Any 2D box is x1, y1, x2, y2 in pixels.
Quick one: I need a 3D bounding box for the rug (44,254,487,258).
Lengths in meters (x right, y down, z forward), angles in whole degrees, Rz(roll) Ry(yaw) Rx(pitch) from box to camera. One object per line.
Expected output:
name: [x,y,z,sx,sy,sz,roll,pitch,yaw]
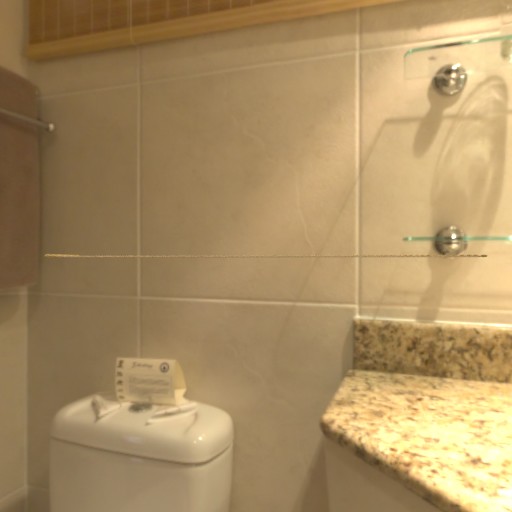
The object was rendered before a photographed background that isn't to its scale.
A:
rug: [0.000,0.000,3.003,2.435,0.018,1.540,0,0,-18]
